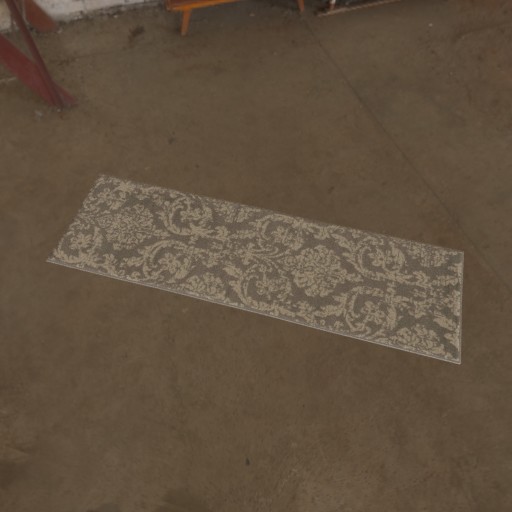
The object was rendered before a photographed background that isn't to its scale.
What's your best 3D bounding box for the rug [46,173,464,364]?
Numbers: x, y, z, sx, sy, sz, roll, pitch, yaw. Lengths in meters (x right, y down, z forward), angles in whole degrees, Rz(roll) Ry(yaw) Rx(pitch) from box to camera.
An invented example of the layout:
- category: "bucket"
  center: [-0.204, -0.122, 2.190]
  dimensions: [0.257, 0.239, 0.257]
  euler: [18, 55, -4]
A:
- category: "rug"
  center: [0.000, 0.000, 2.429]
  dimensions: [2.196, 0.011, 0.662]
  euler: [13, 59, 8]
